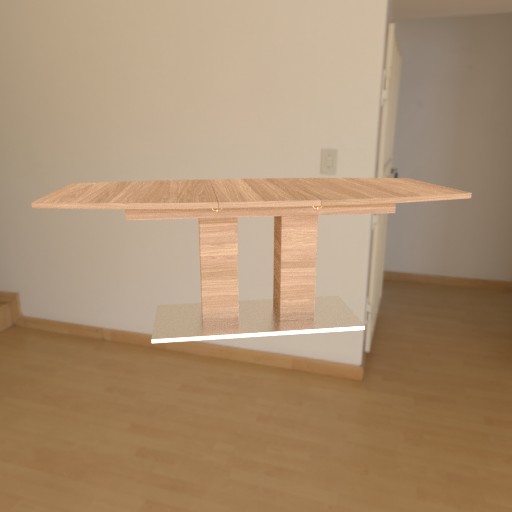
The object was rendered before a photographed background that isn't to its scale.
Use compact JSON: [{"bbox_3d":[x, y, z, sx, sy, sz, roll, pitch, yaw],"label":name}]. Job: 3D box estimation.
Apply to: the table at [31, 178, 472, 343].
[{"bbox_3d":[0.000,0.000,2.447,2.032,0.750,0.900,-2,16,-8],"label":"table"}]
